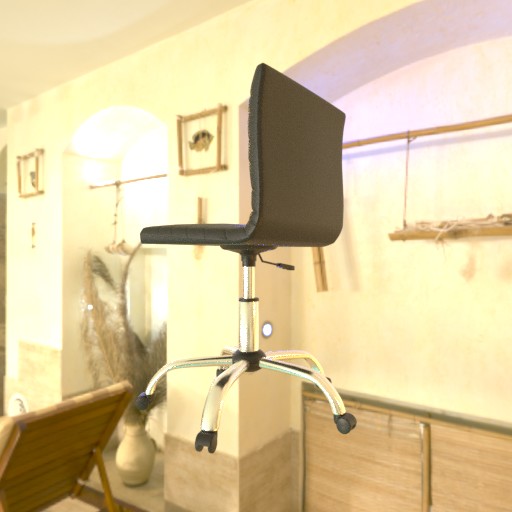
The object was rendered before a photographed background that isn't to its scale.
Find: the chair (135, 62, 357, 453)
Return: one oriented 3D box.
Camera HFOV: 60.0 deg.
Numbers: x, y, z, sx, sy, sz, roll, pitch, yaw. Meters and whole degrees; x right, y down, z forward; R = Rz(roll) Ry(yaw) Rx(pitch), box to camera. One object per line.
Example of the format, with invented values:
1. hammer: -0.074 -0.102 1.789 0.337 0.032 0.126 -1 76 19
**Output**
1. chair: 0.000 0.000 1.127 0.530 0.780 0.556 0 0 36
